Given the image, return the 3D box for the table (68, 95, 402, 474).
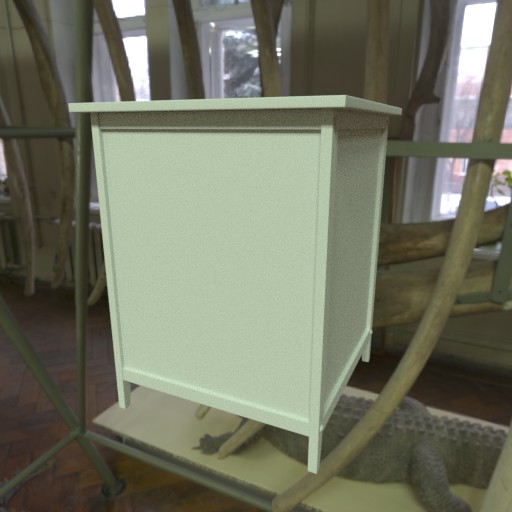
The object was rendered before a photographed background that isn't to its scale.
[{"bbox_3d":[0.000,0.000,0.752,0.381,0.483,0.381,8,18,25],"label":"table"}]
